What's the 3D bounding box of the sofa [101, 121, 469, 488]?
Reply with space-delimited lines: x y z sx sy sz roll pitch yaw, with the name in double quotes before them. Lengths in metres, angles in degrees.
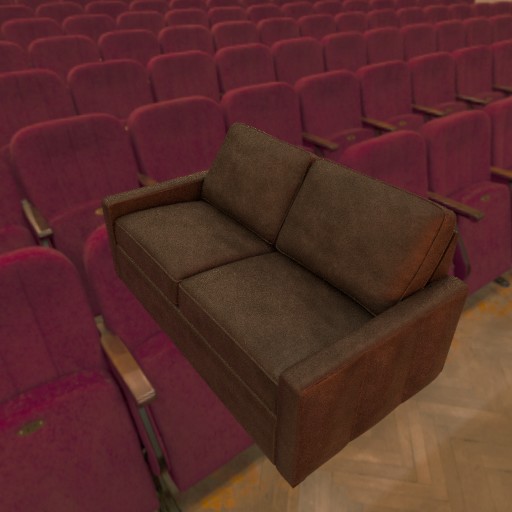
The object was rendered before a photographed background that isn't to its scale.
"sofa" 0.000 0.000 2.216 0.939 0.916 1.732 -22 39 -30
